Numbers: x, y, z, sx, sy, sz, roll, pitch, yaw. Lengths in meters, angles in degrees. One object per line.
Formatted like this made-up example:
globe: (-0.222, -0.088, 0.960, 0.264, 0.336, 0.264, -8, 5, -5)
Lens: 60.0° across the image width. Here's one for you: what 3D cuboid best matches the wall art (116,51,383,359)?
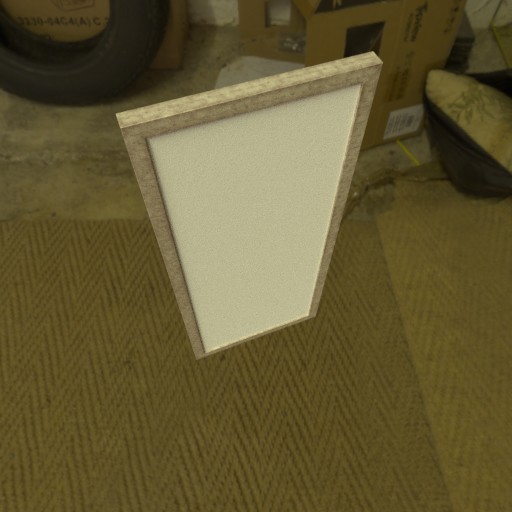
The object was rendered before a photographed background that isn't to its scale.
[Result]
wall art: (0.000, 0.000, 1.647, 0.648, 1.461, 0.051, -18, 59, -11)
